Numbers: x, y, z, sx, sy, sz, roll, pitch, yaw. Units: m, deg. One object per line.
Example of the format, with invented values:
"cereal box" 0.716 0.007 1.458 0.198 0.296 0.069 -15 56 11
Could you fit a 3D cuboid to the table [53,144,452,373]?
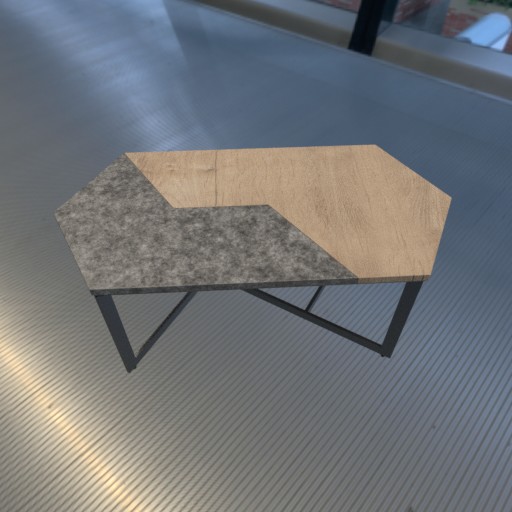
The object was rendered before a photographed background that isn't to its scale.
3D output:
"table" 0.000 0.000 1.520 1.219 0.457 0.609 -2 47 -2
